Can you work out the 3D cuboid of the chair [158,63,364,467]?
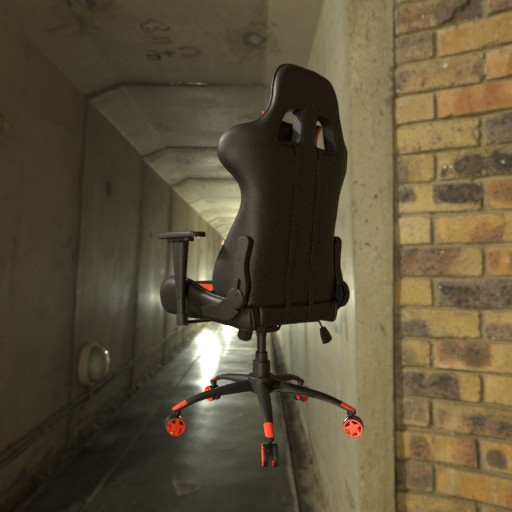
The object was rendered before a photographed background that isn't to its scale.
[{"bbox_3d":[0.000,0.000,1.725,0.695,1.282,0.730,0,0,-37],"label":"chair"}]
